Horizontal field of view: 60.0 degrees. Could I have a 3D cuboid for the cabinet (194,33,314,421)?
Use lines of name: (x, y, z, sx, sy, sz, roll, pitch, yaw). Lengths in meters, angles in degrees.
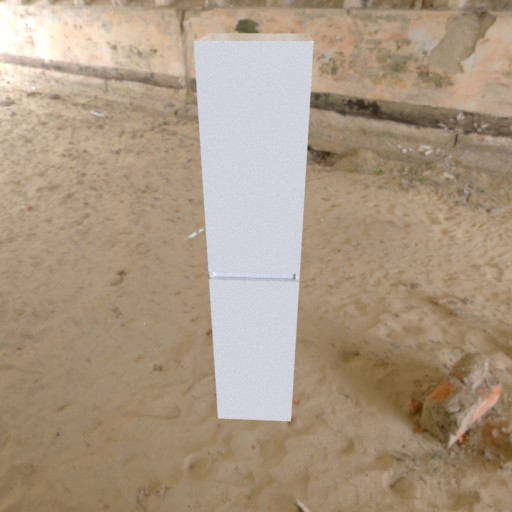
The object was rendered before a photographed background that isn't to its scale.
cabinet: (0.000, 0.000, 1.576, 0.300, 1.400, 0.270, 1, 31, 2)
